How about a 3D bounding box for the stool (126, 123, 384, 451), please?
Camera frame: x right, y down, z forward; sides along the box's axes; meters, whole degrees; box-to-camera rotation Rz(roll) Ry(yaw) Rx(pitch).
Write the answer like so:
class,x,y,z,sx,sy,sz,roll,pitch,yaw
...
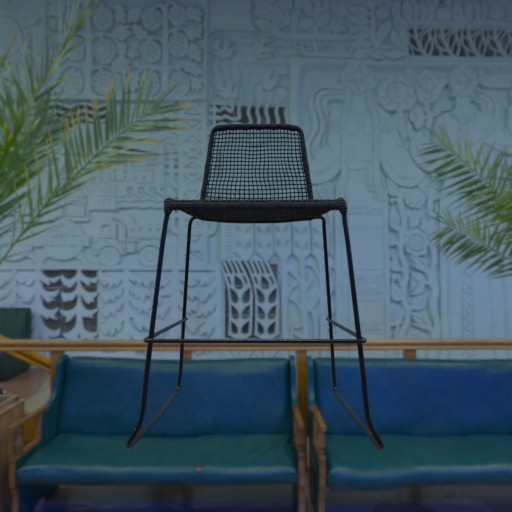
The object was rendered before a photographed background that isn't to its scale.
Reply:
class,x,y,z,sx,sy,sz,roll,pitch,yaw
stool,0.000,0.000,1.257,0.590,0.905,0.509,0,-1,1
